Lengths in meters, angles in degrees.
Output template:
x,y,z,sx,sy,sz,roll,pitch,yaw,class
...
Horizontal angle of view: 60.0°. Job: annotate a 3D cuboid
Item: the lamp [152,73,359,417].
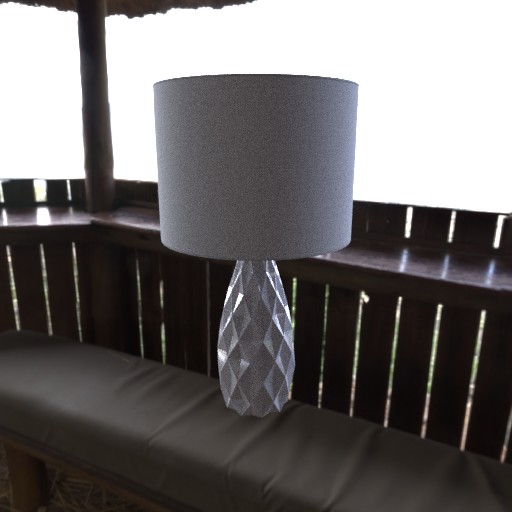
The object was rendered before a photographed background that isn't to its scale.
x,y,z,sx,sy,sz,roll,pitch,yaw,class
0.000,0.000,0.717,0.297,0.522,0.297,0,15,0,lamp
